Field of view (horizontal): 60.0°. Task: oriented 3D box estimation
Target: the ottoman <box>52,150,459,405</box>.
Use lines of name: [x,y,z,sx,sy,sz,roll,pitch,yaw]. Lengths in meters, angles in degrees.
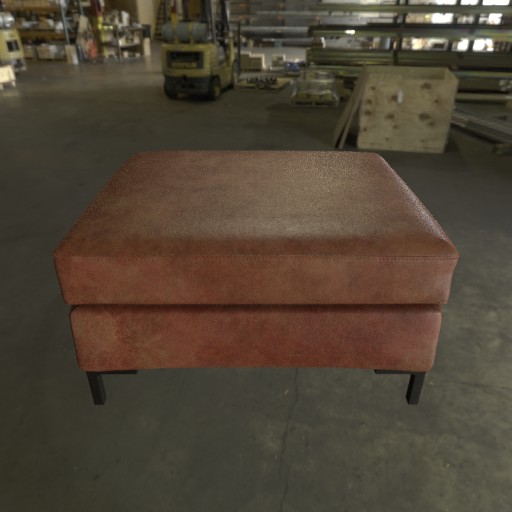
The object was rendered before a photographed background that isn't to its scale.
ottoman: [0.000,0.000,1.792,1.186,0.667,0.965,0,30,0]
